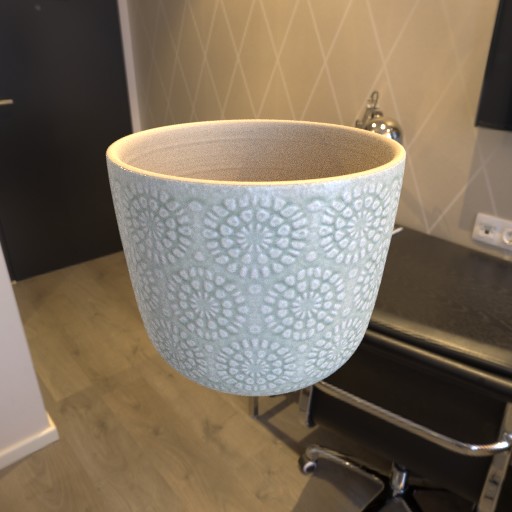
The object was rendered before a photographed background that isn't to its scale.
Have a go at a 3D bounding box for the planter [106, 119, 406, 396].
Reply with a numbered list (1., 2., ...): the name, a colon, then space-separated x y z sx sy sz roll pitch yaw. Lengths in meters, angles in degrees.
1. planter: 0.000 0.000 0.214 0.124 0.109 0.124 0 26 0
